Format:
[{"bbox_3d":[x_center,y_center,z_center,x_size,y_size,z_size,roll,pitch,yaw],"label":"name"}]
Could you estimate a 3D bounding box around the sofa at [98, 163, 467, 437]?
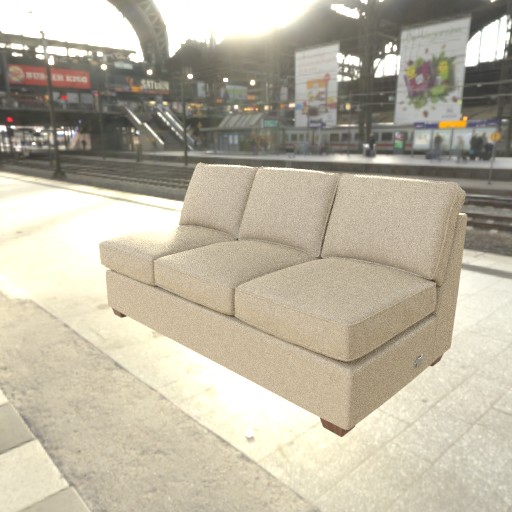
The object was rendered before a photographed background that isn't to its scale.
[{"bbox_3d":[0.000,0.000,2.566,1.962,0.973,1.027,14,20,43],"label":"sofa"}]
